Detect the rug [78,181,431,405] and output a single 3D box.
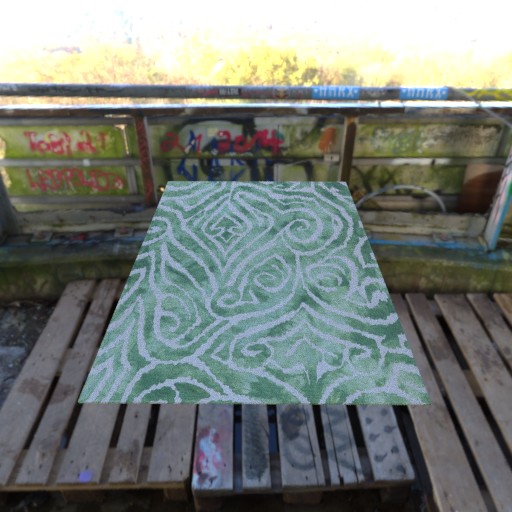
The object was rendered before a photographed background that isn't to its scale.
[{"bbox_3d":[0.000,0.000,2.285,1.220,0.006,1.826,0,34,0],"label":"rug"}]
